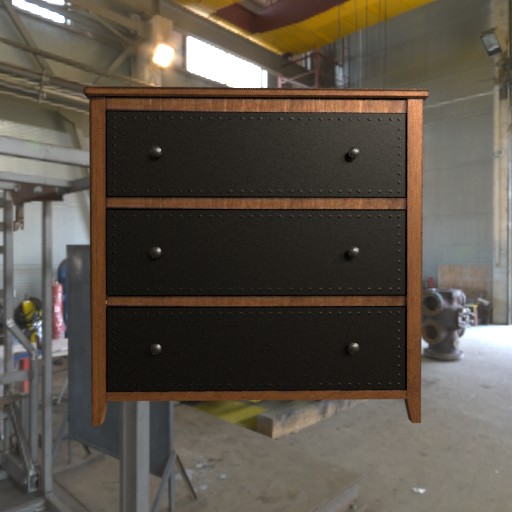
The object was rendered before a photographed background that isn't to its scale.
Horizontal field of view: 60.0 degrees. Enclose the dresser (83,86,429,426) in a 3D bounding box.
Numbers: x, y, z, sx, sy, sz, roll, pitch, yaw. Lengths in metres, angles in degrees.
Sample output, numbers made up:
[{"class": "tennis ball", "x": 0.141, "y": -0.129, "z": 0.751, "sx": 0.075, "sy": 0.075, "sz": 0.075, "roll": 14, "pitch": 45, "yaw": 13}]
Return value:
[{"class": "dresser", "x": 0.000, "y": 0.000, "z": 1.879, "sx": 1.250, "sy": 1.224, "sz": 0.591, "roll": 0, "pitch": 0, "yaw": -1}]
